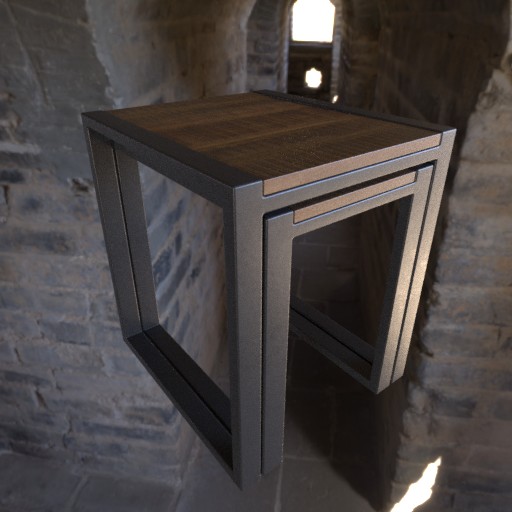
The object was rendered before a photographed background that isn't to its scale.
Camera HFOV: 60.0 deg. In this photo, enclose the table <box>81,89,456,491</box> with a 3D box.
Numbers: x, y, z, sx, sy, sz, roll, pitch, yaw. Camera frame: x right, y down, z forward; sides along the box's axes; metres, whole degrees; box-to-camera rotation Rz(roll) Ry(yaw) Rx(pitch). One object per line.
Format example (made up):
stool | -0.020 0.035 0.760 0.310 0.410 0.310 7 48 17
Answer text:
table | 0.000 0.000 0.914 0.449 0.550 0.500 -21 35 -32
